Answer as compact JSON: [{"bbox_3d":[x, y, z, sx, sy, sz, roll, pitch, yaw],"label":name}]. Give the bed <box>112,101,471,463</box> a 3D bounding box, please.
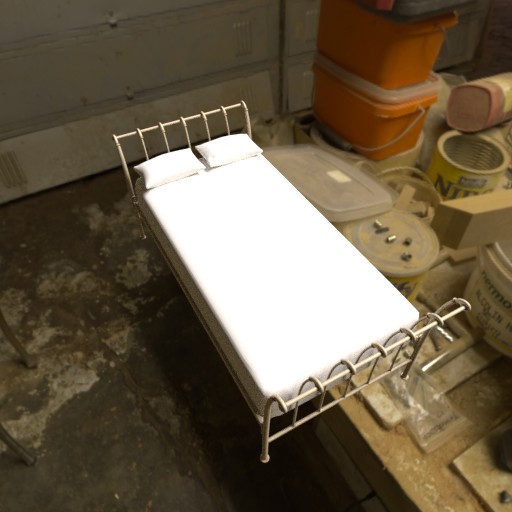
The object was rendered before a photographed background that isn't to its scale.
[{"bbox_3d":[0.000,0.000,2.814,1.032,0.873,2.228,-22,50,-20],"label":"bed"}]
